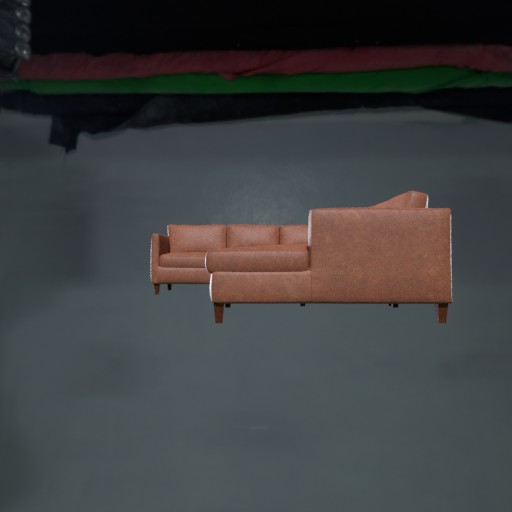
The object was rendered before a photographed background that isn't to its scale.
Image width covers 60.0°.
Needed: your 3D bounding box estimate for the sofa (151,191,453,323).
[{"bbox_3d":[0.000,0.000,4.576,2.593,0.923,3.460,0,-1,0],"label":"sofa"}]
